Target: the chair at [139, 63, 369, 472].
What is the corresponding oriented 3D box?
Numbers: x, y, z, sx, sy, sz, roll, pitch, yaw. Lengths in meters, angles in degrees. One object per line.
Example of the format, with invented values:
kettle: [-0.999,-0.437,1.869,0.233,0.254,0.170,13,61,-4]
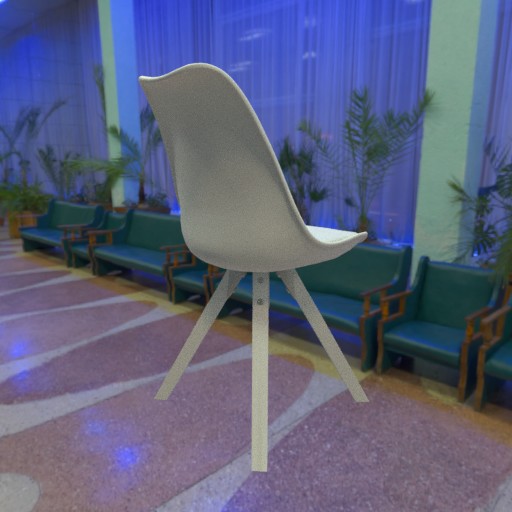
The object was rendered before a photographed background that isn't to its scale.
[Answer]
chair: [0.000,0.000,1.162,0.550,0.850,0.485,-12,17,-42]
